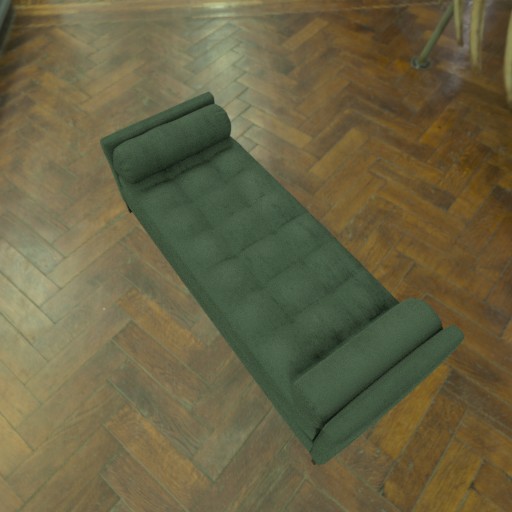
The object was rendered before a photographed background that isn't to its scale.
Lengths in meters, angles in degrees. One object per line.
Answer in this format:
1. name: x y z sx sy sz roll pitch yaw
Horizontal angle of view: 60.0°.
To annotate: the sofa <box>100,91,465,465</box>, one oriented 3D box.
1. sofa: 0.000 0.000 2.542 0.817 0.681 2.130 -31 62 -19
